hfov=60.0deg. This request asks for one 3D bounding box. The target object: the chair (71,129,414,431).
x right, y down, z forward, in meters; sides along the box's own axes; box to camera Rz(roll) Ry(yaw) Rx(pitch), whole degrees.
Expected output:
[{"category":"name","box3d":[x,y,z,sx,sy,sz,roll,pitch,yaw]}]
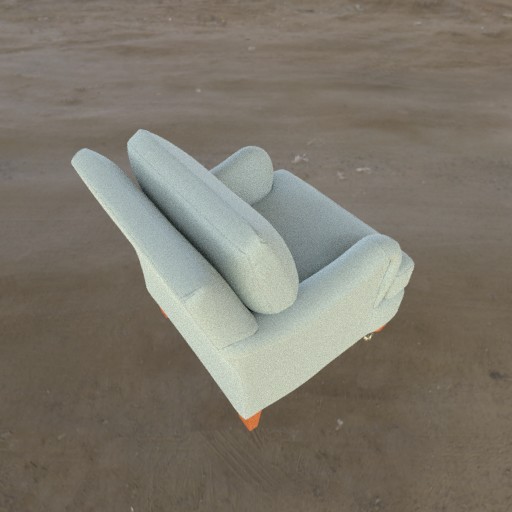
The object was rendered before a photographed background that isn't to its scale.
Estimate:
[{"category":"chair","box3d":[0.000,0.000,1.910,1.070,1.038,0.955,-26,49,-25]}]
